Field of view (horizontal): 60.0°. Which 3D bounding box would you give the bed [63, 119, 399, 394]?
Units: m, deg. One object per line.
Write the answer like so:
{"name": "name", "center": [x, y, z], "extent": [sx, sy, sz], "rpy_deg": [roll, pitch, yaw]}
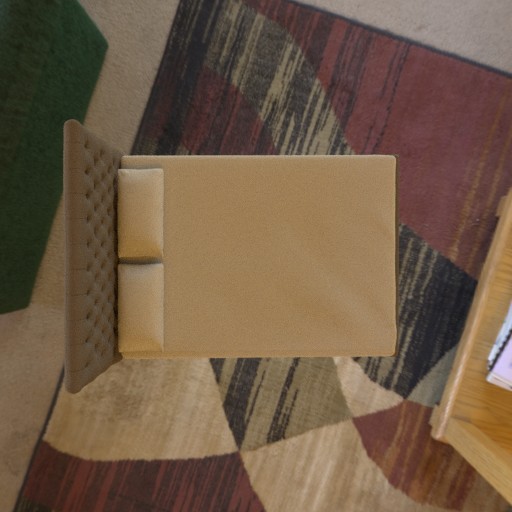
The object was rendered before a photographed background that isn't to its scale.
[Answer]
{"name": "bed", "center": [0.000, 0.000, 3.408], "extent": [2.387, 1.427, 1.698], "rpy_deg": [0, 91, 0]}
